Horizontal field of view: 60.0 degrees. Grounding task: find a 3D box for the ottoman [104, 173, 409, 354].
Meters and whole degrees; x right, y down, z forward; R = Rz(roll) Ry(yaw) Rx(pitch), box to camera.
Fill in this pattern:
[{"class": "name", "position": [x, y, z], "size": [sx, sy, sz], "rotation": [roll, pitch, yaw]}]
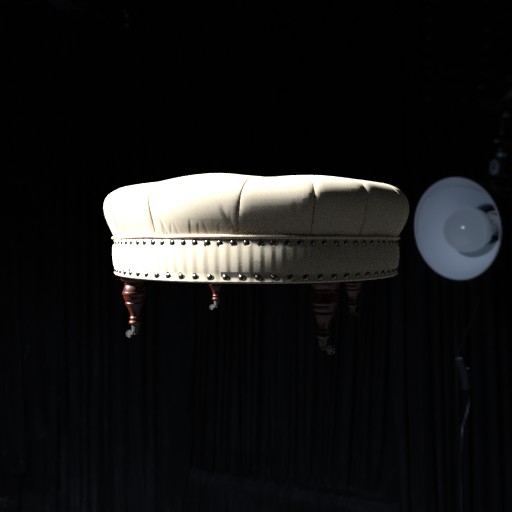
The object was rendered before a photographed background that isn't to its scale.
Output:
[{"class": "ottoman", "position": [0.000, 0.000, 1.384], "size": [0.901, 0.439, 0.901], "rotation": [0, 2, 0]}]
